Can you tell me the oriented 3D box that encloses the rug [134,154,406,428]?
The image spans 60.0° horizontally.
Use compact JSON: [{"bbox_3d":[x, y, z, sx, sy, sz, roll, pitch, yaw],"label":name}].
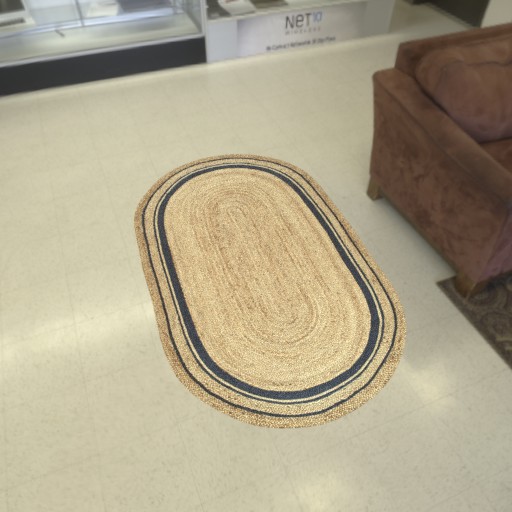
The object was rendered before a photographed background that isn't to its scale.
[{"bbox_3d":[0.000,0.000,3.068,1.520,0.006,2.432,-15,50,-13],"label":"rug"}]
